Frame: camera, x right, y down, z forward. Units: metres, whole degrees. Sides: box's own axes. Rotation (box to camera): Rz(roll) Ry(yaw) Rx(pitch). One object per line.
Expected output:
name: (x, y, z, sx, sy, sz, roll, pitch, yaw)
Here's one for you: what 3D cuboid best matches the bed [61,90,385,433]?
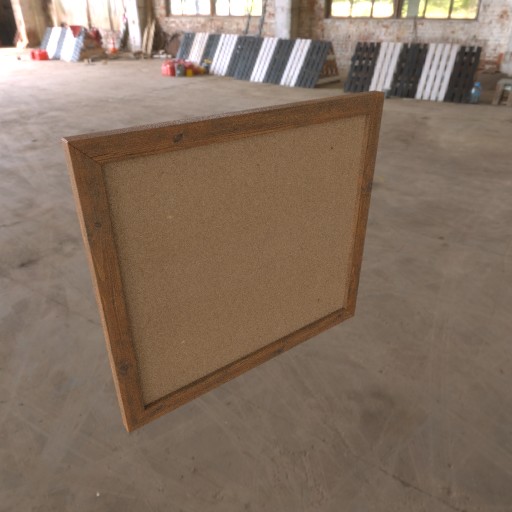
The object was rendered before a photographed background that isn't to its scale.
bed: (0.000, 0.000, 1.476, 1.046, 0.942, 0.046, -20, 35, -31)
